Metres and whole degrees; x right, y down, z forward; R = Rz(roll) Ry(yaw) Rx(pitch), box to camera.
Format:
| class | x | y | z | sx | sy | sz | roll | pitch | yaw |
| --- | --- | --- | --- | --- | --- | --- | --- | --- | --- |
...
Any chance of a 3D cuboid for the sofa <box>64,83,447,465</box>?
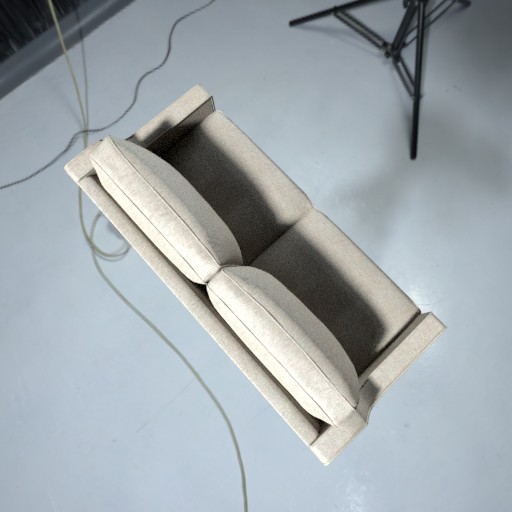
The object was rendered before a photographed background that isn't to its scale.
| class | x | y | z | sx | sy | sz | roll | pitch | yaw |
| --- | --- | --- | --- | --- | --- | --- | --- | --- | --- |
| sofa | 0.000 | 0.000 | 2.813 | 1.073 | 1.074 | 2.181 | -42 | 80 | -9 |
